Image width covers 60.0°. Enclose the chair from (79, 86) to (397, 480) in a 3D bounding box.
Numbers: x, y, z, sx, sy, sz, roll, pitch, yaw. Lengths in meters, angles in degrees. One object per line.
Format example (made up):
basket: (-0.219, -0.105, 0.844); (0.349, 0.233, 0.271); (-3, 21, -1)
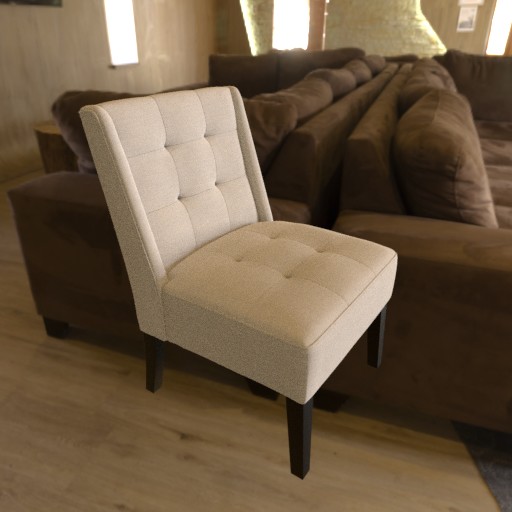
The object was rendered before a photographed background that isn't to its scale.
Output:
chair: (0.000, 0.000, 1.276); (0.676, 0.853, 0.569); (17, 31, 31)
